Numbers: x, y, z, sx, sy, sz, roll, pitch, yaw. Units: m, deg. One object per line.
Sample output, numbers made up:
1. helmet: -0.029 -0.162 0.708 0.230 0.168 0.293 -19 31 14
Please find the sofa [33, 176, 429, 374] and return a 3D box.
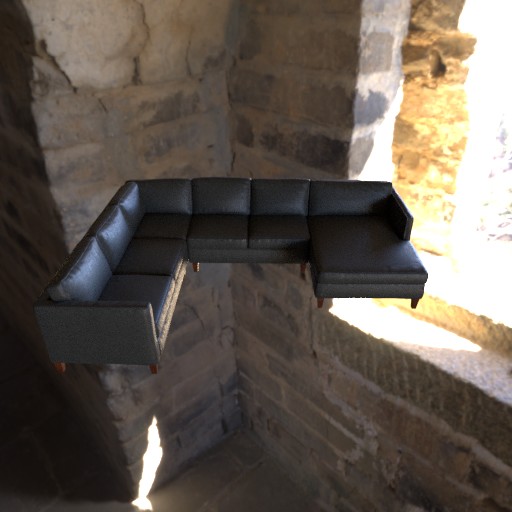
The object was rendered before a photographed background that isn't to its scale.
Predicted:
1. sofa: 0.000 0.000 4.624 3.460 0.923 2.593 0 31 1
